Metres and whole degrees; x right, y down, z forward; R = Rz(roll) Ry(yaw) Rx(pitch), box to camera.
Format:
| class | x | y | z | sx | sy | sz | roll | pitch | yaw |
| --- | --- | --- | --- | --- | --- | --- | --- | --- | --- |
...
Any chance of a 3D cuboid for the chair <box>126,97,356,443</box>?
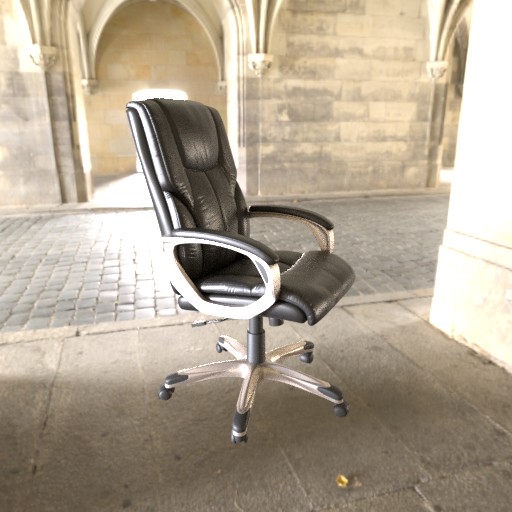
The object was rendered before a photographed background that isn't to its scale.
| class | x | y | z | sx | sy | sz | roll | pitch | yaw |
| --- | --- | --- | --- | --- | --- | --- | --- | --- | --- |
| chair | 0.000 | 0.000 | 1.676 | 0.780 | 1.145 | 0.700 | 8 | 18 | 26 |
